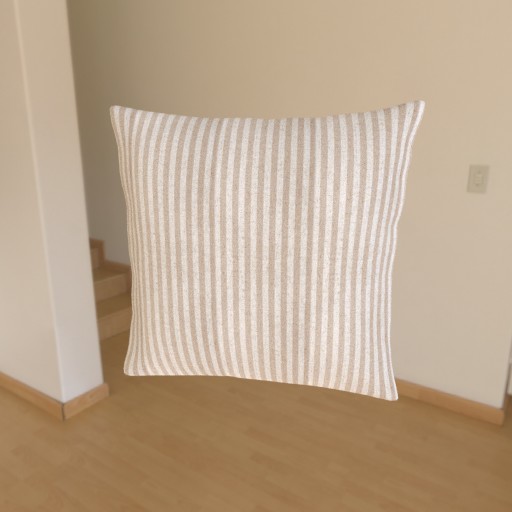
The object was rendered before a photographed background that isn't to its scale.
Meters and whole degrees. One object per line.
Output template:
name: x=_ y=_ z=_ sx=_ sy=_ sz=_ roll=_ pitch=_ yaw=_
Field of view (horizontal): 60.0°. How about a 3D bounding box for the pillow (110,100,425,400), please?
pillow: x=0.000 y=0.000 z=0.778 sx=0.523 sy=0.510 sz=0.166 roll=2 pitch=14 yaw=9
